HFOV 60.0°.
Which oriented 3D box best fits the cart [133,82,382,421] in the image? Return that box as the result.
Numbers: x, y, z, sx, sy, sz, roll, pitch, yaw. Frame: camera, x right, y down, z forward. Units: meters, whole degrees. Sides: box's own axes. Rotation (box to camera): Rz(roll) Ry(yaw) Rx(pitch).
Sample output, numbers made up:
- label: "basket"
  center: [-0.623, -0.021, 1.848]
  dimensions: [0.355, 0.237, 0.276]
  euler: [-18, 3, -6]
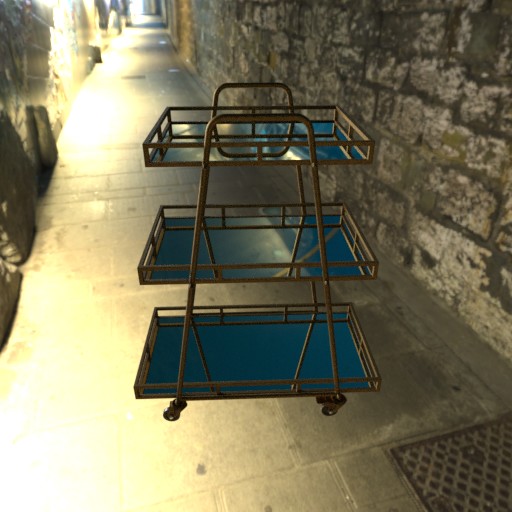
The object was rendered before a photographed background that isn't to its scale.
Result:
- label: "cart"
  center: [0.000, 0.000, 1.278]
  dimensions: [0.711, 0.883, 0.441]
  euler: [-1, 30, -2]
